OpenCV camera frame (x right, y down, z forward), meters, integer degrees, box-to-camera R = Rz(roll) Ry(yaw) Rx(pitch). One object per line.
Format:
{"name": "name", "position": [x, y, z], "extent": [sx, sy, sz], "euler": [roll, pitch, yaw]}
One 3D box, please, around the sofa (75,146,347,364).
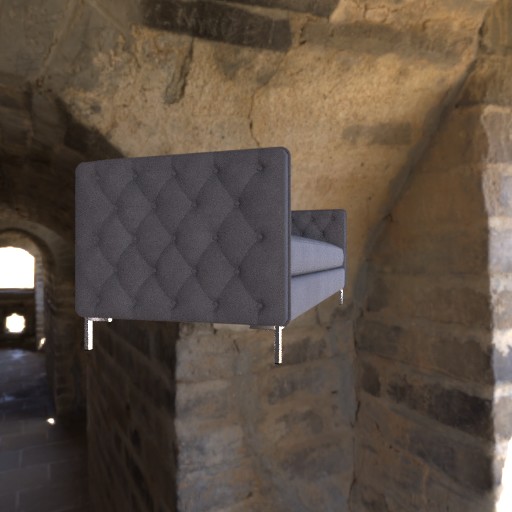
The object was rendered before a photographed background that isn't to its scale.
{"name": "sofa", "position": [0.000, 0.000, 2.681], "extent": [0.895, 0.771, 2.209], "euler": [0, 0, 17]}
